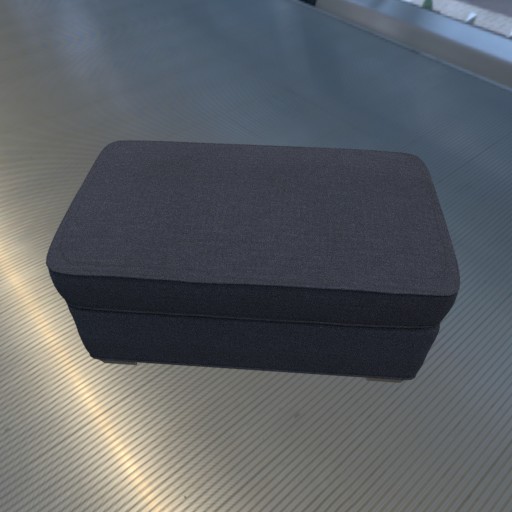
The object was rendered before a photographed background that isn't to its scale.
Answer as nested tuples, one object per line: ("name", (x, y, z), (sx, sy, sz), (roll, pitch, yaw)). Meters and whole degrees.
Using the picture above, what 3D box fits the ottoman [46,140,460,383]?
("ottoman", (0.000, 0.000, 1.205), (0.895, 0.453, 0.505), (3, 48, 3))
